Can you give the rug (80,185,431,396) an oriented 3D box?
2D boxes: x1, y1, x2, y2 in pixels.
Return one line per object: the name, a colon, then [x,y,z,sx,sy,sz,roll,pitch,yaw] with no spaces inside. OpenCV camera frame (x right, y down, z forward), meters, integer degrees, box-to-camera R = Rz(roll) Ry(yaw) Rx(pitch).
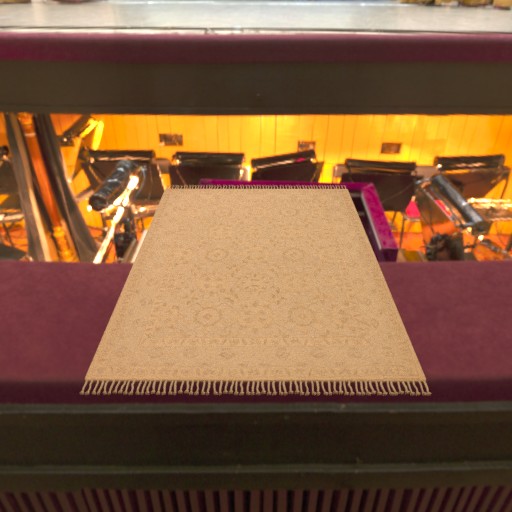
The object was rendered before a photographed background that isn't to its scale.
rug: [0.000,0.000,2.278,1.223,0.015,1.771,0,33,0]
